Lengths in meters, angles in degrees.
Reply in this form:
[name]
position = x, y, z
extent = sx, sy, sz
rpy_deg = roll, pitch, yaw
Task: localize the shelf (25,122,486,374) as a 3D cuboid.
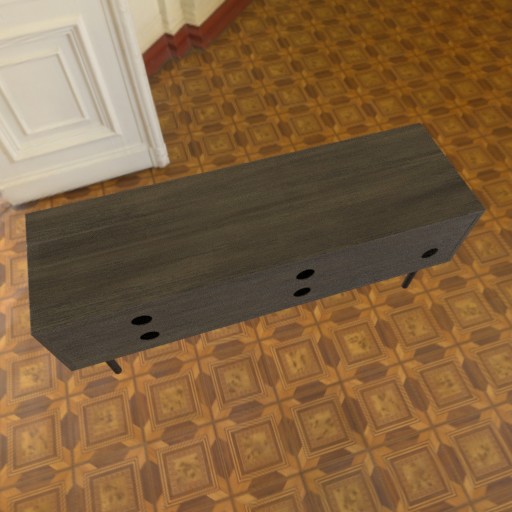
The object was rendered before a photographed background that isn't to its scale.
[shelf]
position = 0.000, 0.000, 1.513
extent = 1.300, 0.495, 0.400
rpy_deg = -15, 59, -9
